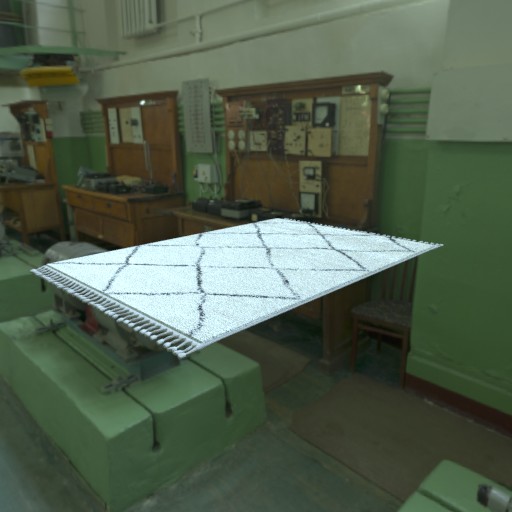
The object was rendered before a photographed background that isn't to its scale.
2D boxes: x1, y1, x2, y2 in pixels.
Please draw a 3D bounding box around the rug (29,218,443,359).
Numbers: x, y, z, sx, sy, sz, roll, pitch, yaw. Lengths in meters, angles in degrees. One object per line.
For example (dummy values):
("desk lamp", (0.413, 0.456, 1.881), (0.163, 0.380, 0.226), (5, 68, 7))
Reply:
("rug", (0.000, 0.000, 2.868), (1.494, 0.031, 2.307), (15, 21, 42))
